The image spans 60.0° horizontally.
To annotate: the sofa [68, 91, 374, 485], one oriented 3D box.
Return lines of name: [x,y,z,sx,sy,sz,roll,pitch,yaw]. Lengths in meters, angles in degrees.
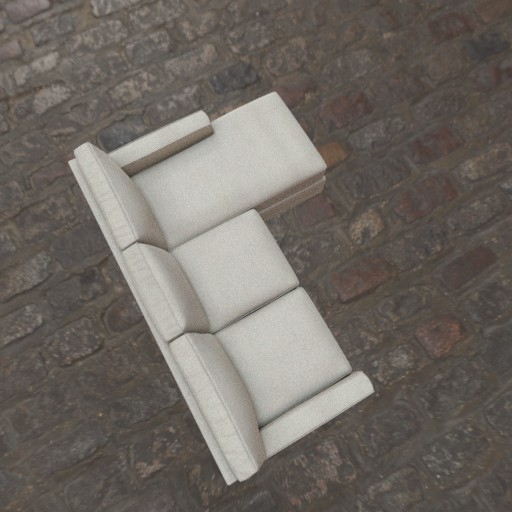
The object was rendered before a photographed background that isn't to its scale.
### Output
sofa: [0.000,0.000,2.801,1.496,0.861,2.087,-28,75,-8]
